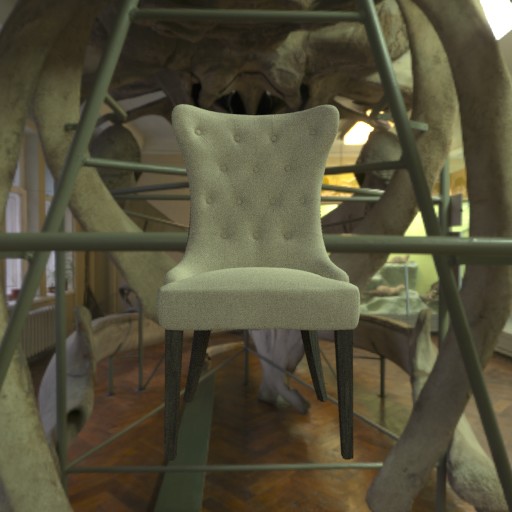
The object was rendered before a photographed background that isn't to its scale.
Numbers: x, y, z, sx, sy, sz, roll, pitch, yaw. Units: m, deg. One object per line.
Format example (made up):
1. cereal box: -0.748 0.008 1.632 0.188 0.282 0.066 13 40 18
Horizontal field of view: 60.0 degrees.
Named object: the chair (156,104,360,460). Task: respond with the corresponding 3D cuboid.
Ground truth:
1. chair: 0.000 0.000 1.407 0.584 1.065 0.590 0 2 -1
